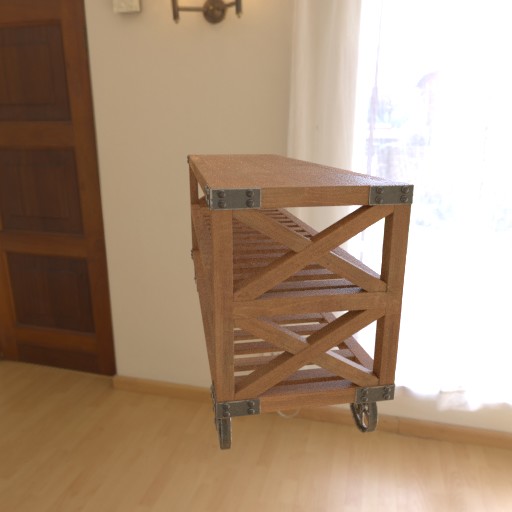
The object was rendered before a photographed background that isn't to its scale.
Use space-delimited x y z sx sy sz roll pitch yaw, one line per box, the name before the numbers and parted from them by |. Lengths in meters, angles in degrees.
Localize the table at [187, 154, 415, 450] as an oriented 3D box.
table | 0.000 0.000 1.740 0.467 0.711 1.487 -3 16 -10
